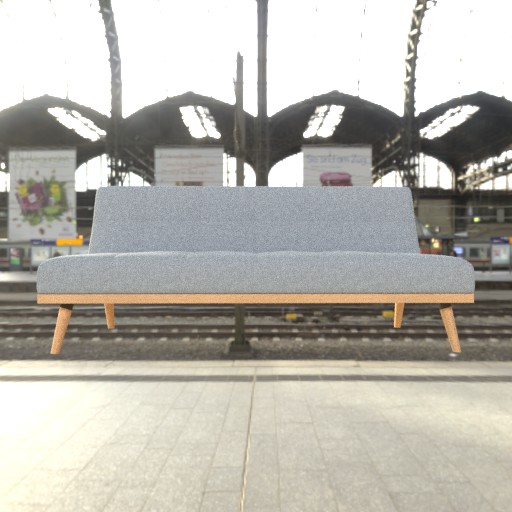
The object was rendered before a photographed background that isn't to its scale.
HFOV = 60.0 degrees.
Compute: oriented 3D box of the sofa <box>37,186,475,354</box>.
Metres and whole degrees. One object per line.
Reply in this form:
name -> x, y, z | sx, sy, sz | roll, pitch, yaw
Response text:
sofa -> 0.000, 0.000, 2.213 | 1.820, 0.800, 0.800 | 0, 0, -1
